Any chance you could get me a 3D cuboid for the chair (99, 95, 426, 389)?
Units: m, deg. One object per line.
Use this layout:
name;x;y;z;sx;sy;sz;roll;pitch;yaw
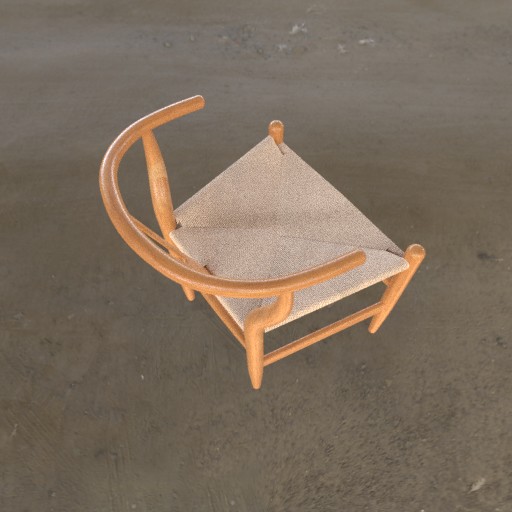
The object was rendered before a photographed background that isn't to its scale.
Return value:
chair;0.000;0.000;1.139;0.579;0.730;0.569;-32;63;-19
